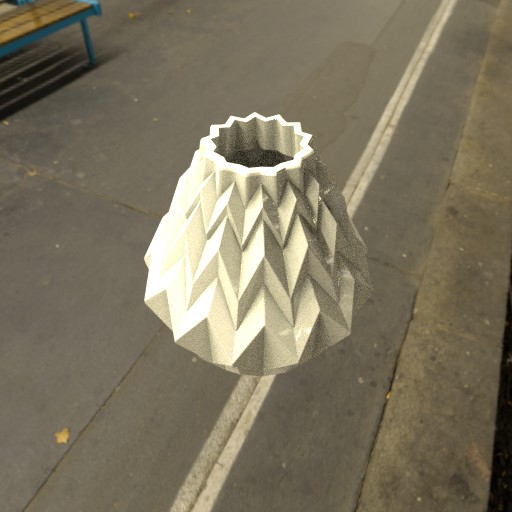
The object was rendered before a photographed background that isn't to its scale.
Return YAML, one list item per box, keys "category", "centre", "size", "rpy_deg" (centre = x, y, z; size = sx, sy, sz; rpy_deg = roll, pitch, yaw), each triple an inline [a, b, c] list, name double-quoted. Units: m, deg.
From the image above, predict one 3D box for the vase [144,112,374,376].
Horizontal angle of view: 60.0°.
- category: "vase"
  centre: [0.000, 0.000, 0.312]
  size: [0.164, 0.185, 0.164]
  rpy_deg: [0, 46, 0]
